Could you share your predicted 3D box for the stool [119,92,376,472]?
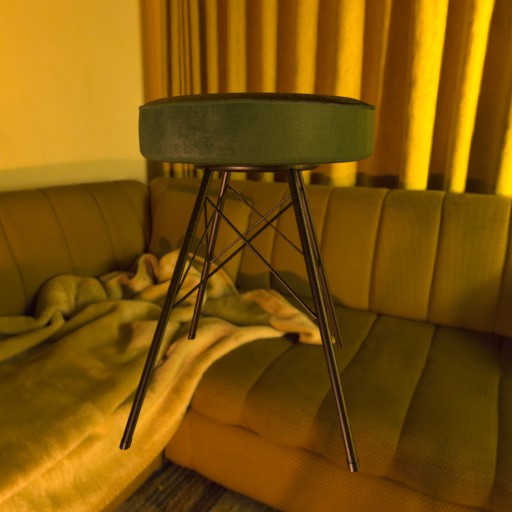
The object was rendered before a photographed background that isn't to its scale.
[{"bbox_3d":[0.000,0.000,0.889,0.430,0.595,0.457,2,15,7],"label":"stool"}]
